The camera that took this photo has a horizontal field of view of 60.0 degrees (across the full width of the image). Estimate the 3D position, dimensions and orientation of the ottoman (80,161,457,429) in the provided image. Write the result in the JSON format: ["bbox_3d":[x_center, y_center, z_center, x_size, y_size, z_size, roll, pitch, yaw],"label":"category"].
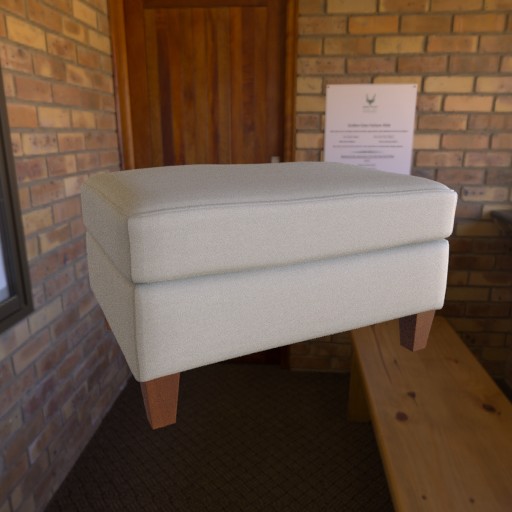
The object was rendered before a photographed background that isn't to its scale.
[{"bbox_3d":[0.000,0.000,1.212,0.818,0.496,0.634,-8,17,-27],"label":"ottoman"}]
